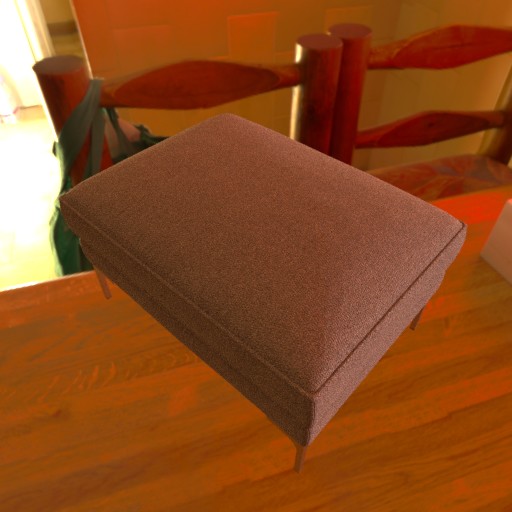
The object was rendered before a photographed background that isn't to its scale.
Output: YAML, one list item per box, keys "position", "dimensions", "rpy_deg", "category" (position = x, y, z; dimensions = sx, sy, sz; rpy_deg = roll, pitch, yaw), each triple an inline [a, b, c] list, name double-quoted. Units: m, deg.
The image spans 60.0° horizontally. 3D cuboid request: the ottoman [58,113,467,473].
- position: [0.000, 0.000, 1.136]
  dimensions: [0.785, 0.464, 0.583]
  rpy_deg: [33, 54, 28]
  category: "ottoman"
